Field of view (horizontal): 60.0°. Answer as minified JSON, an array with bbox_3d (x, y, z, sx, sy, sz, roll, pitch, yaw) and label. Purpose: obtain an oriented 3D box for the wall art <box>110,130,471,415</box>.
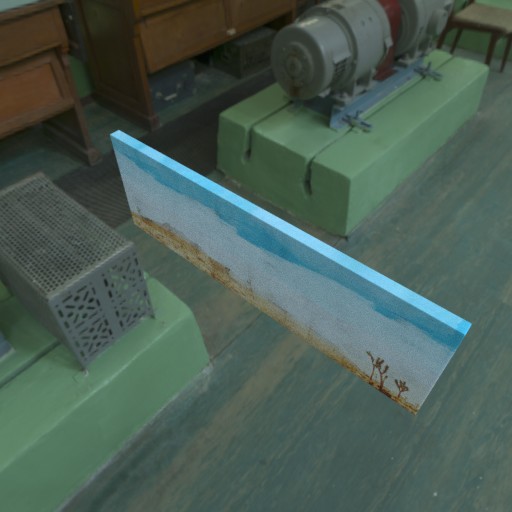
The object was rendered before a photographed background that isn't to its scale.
[{"bbox_3d":[0.000,0.000,0.856,0.759,0.254,0.044,32,54,26],"label":"wall art"}]
